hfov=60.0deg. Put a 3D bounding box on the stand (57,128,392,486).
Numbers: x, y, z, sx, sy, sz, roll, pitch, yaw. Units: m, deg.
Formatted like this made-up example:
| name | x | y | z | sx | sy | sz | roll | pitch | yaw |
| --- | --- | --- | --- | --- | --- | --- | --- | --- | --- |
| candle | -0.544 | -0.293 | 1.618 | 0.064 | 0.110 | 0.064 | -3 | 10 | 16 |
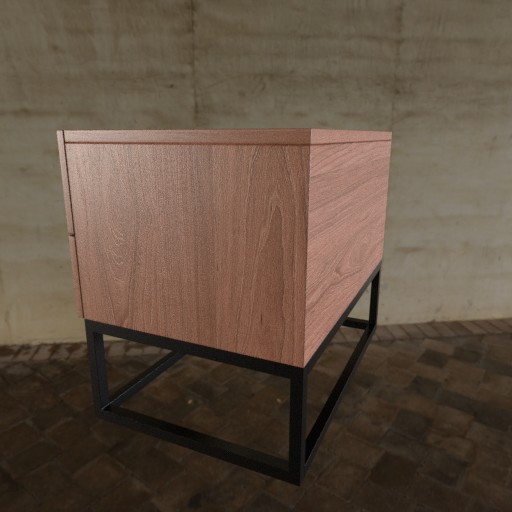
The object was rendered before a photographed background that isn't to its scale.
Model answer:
| name | x | y | z | sx | sy | sz | roll | pitch | yaw |
| --- | --- | --- | --- | --- | --- | --- | --- | --- | --- |
| stand | 0.000 | 0.000 | 0.922 | 0.420 | 0.500 | 0.600 | 7 | 17 | 24 |
